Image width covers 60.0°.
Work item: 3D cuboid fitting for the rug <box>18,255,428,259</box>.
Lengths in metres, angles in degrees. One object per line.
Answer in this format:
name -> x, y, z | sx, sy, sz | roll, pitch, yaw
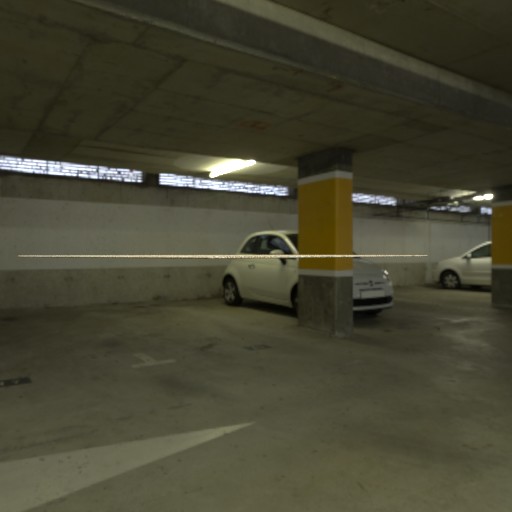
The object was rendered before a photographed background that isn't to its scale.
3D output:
rug -> 0.000, 0.000, 2.981 | 1.529, 0.009, 2.446 | 0, 0, 39
